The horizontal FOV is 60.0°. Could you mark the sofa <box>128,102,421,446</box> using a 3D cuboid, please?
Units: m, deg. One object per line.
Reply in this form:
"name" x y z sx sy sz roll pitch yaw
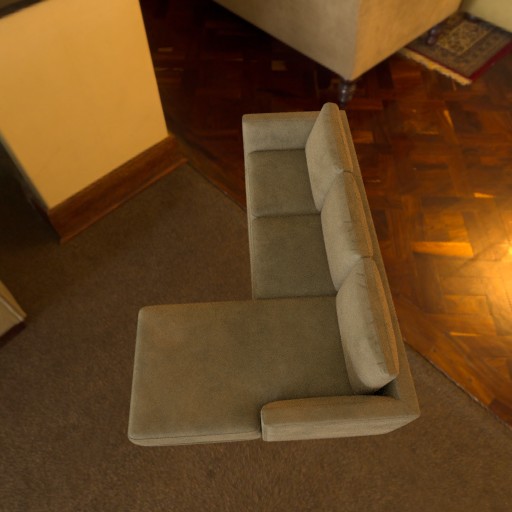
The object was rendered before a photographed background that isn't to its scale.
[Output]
"sofa" 0.000 0.000 3.183 1.622 0.987 2.438 -3 58 -2
